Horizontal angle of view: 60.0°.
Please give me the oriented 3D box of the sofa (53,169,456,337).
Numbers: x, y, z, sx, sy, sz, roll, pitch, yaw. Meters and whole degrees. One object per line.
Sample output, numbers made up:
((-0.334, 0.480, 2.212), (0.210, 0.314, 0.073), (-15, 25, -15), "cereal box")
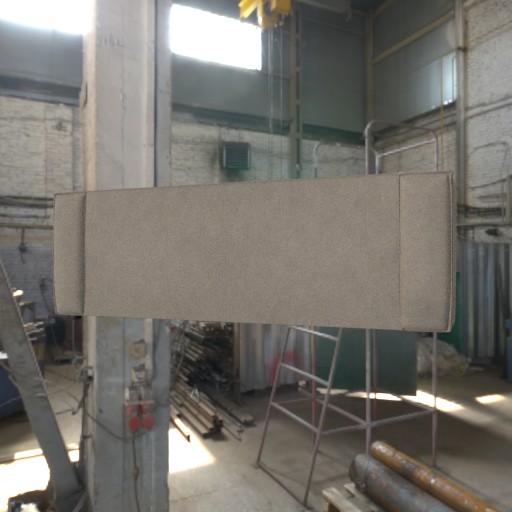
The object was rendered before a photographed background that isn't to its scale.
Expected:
((0.000, 0.000, 2.500), (1.995, 0.680, 1.038), (0, -1, 18), "sofa")
